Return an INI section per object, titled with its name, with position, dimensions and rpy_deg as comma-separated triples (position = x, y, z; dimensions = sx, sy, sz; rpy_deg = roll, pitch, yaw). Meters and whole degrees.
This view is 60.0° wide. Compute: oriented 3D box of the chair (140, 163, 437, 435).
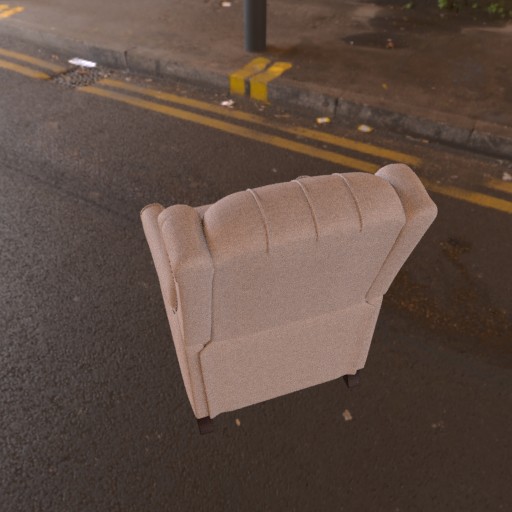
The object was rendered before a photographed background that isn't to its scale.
[chair]
position = 0.000, 0.000, 1.628
dimensions = 0.742, 1.035, 0.902
rpy_deg = -13, 44, -14
